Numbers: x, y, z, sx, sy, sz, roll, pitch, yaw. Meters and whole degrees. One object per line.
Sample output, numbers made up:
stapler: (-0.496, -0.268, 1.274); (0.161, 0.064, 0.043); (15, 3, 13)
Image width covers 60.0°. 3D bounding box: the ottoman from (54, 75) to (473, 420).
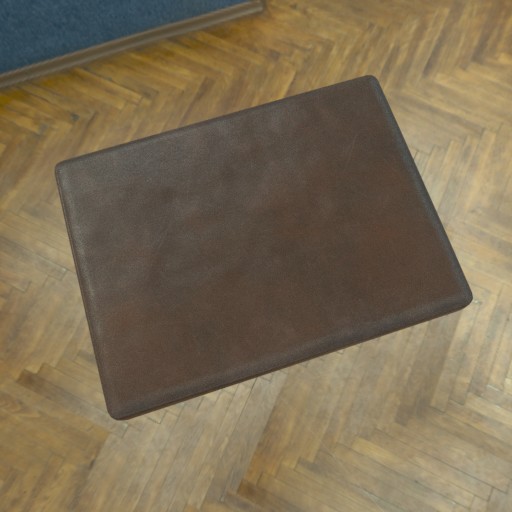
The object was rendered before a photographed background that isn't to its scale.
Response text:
ottoman: (0.000, 0.000, 1.176); (0.795, 0.509, 0.588); (-17, 76, -4)
